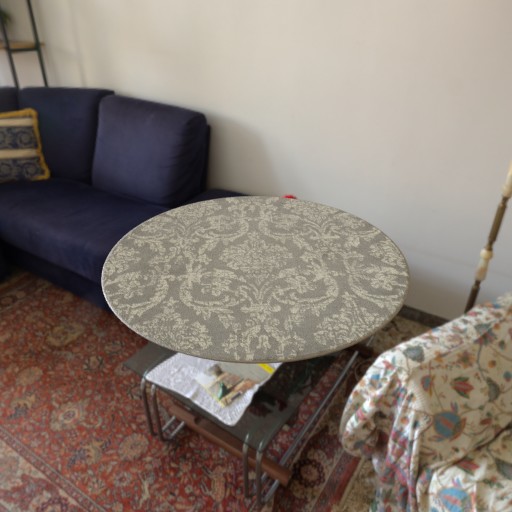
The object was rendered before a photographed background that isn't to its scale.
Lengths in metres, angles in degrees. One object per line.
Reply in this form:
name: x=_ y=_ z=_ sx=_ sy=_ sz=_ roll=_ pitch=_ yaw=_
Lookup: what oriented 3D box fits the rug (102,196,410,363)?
rug: x=0.000 y=0.000 z=2.386 sx=1.593 sy=0.012 sz=1.593 roll=0 pitch=31 yaw=0
